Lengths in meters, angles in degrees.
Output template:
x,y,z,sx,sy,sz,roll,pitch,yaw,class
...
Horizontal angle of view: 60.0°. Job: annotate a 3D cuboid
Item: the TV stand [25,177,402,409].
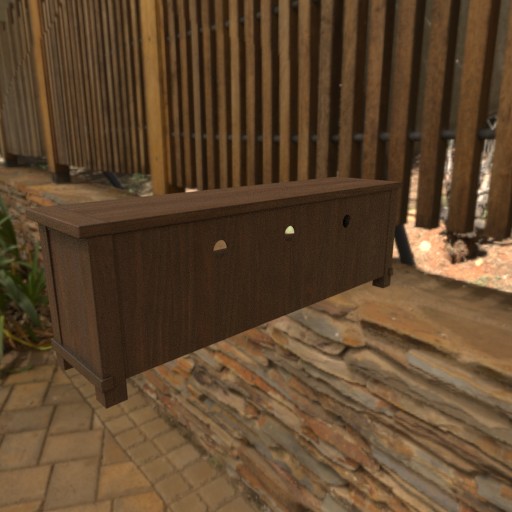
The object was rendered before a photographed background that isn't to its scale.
x,y,z,sx,sy,sz,roll,pitch,yaw,class
0.000,0.000,2.137,1.866,0.615,0.471,-14,21,-42,TV stand
